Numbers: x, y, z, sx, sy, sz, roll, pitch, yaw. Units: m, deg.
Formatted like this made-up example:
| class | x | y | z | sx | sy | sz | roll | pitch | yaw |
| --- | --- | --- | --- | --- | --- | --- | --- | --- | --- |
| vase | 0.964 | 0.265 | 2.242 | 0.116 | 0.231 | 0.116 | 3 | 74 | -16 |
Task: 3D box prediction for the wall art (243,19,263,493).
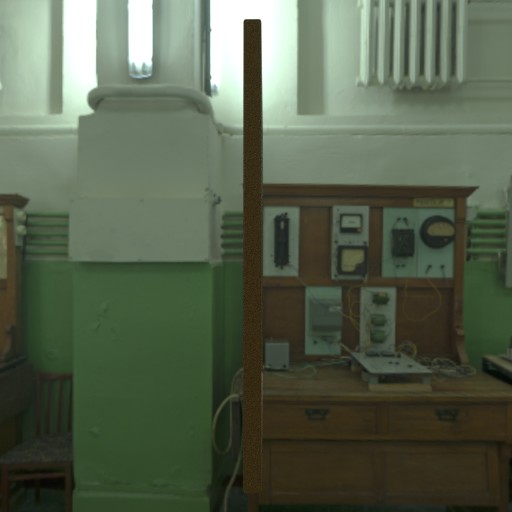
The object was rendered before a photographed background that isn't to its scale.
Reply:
| class | x | y | z | sx | sy | sz | roll | pitch | yaw |
| --- | --- | --- | --- | --- | --- | --- | --- | --- | --- |
| wall art | 0.000 | 0.000 | 0.737 | 0.021 | 0.550 | 0.449 | 0 | 0 | 1 |
